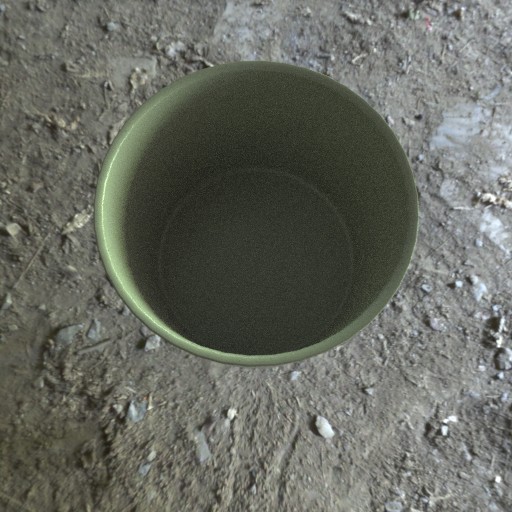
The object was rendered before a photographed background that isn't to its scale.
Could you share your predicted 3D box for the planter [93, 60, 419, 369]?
[{"bbox_3d":[0.000,0.000,0.382,0.188,0.260,0.188,0,75,0],"label":"planter"}]
